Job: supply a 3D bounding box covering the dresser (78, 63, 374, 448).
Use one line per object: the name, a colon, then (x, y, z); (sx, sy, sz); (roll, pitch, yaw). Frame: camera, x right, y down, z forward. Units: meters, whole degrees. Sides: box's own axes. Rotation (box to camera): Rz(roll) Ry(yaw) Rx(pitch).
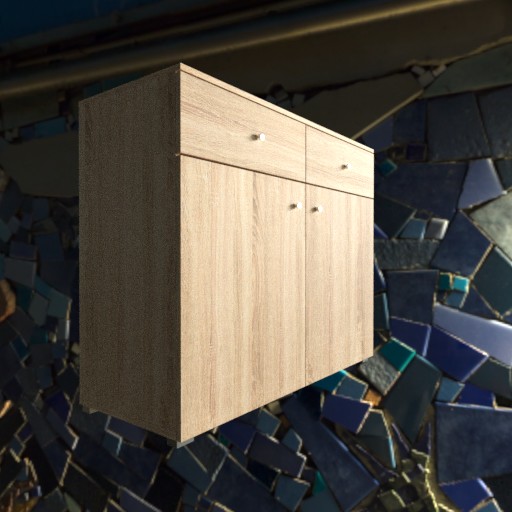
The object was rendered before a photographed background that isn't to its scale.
dresser: (0.000, 0.000, 1.585); (0.450, 0.900, 1.100); (0, 1, 38)
